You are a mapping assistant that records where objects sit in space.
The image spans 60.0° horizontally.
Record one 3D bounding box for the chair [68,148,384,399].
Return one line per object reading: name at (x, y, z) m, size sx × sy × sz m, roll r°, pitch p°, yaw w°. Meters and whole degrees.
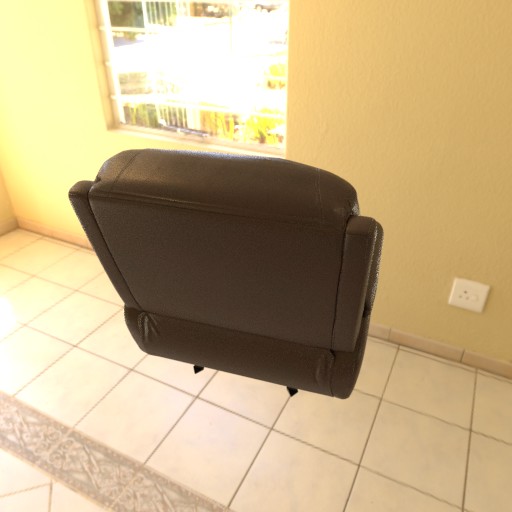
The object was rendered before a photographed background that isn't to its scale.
chair at (0.000, 0.000, 1.722) m, size 0.930 × 1.011 × 0.899 m, roll 9°, pitch 33°, yaw 15°
